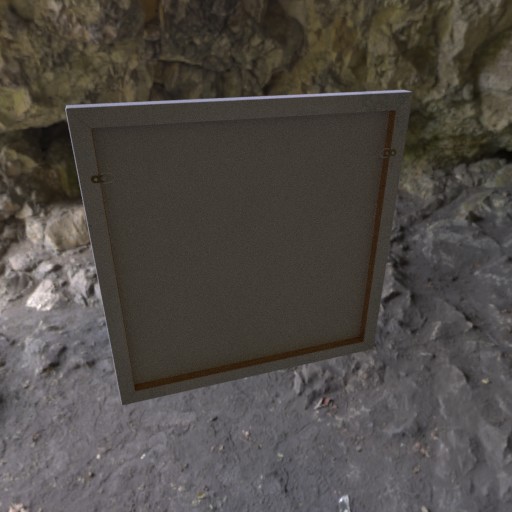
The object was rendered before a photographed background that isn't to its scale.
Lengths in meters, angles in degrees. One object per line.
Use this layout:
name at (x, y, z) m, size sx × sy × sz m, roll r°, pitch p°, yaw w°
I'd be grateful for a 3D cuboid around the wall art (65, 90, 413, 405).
wall art at (0.000, 0.000, 1.124) m, size 0.762 × 0.762 × 0.041 m, roll -8°, pitch 29°, yaw -16°
